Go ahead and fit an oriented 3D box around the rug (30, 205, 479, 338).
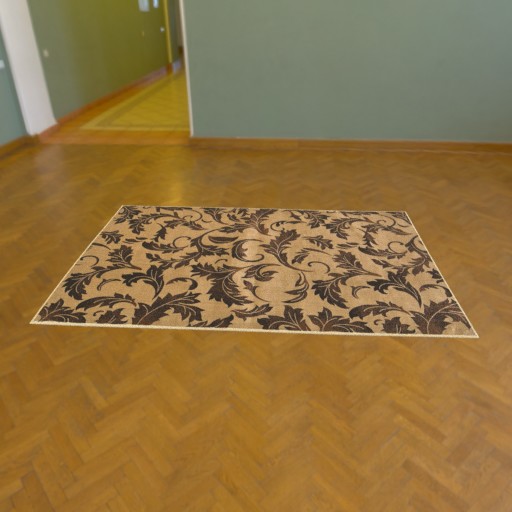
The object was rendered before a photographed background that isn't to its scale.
[{"bbox_3d":[0.000,0.000,2.888,2.284,0.008,1.522,1,30,3],"label":"rug"}]
